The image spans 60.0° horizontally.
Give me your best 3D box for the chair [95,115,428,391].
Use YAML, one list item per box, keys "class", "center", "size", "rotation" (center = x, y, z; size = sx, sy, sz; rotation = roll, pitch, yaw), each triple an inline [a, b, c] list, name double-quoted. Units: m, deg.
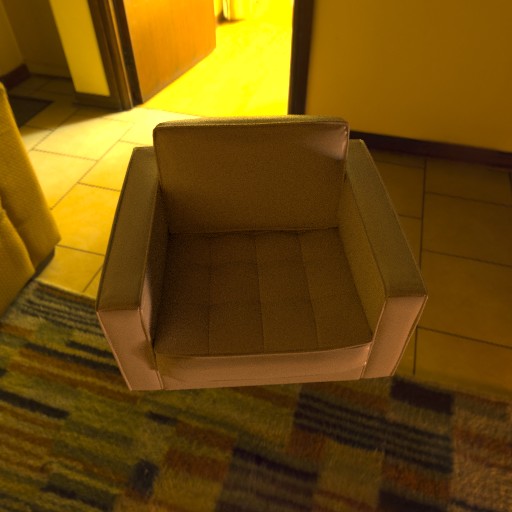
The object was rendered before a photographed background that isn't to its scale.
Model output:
- class: "chair"
  center: [0.000, 0.000, 1.542]
  size: [0.928, 0.773, 0.843]
  rotation: [-2, 46, -2]
